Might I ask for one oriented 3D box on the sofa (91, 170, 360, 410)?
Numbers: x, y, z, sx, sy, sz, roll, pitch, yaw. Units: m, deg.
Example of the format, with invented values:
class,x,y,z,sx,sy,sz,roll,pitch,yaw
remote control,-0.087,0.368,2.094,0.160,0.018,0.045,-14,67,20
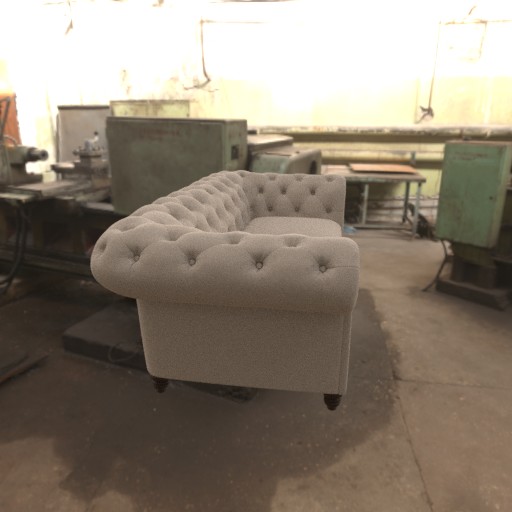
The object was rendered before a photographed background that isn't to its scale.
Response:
class,x,y,z,sx,sy,sz,roll,pitch,yaw
sofa,0.000,0.000,2.457,0.986,0.764,1.998,3,18,9
